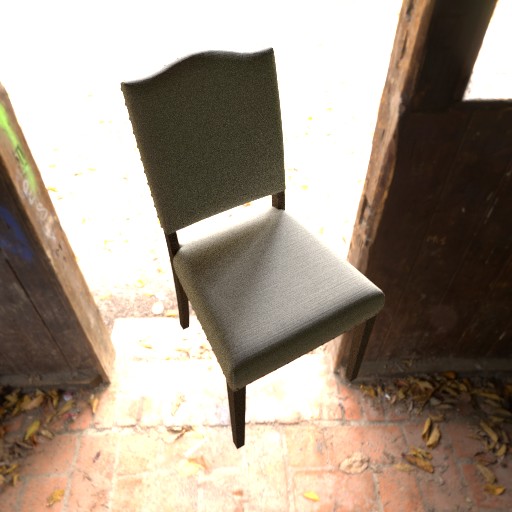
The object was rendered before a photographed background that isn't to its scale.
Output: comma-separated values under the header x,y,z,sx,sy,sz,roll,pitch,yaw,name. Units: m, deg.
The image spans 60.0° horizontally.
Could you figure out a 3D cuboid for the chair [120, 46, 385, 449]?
x,y,z,sx,sy,sz,roll,pitch,yaw,name
0.000,0.000,1.332,0.508,1.015,0.619,-23,51,-21,chair
